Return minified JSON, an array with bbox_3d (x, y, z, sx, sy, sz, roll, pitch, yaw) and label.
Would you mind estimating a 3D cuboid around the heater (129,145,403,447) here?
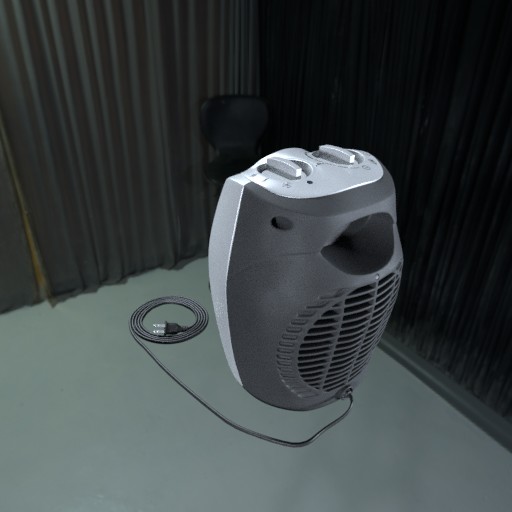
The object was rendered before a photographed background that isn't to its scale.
[{"bbox_3d":[0.000,0.000,0.474,0.239,0.240,0.291,-19,35,-30],"label":"heater"}]
